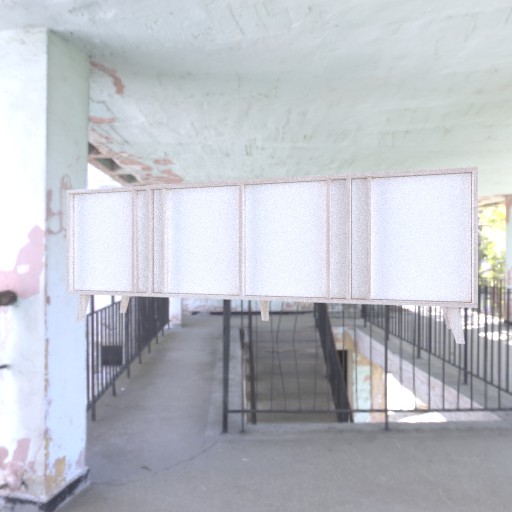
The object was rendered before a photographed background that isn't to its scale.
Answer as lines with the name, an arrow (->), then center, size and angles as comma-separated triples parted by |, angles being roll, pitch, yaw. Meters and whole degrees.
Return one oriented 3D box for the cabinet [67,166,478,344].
cabinet -> 0.000, 0.000, 2.511 | 2.200, 0.780, 0.500 | 0, 0, 19
